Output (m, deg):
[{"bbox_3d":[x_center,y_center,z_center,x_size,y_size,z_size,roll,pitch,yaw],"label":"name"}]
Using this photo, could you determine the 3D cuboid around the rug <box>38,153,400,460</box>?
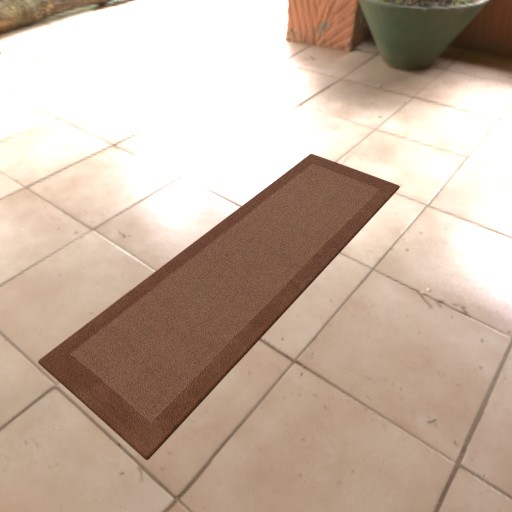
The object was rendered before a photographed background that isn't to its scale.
[{"bbox_3d":[0.000,0.000,2.651,0.764,0.017,2.439,27,49,26],"label":"rug"}]
